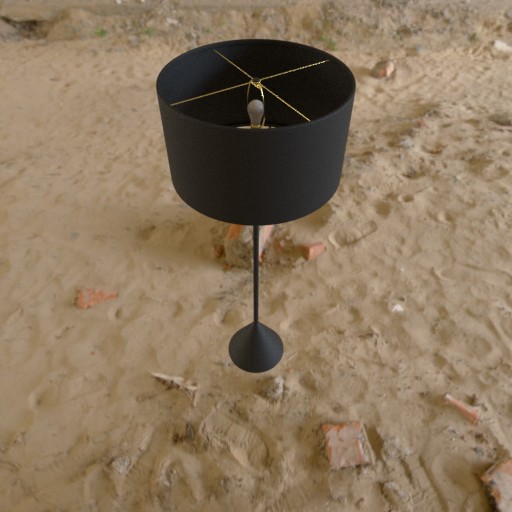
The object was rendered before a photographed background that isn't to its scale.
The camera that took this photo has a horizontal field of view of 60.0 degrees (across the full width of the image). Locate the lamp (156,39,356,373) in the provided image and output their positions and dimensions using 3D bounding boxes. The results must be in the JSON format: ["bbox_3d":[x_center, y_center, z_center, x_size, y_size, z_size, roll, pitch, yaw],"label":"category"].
[{"bbox_3d":[0.000,0.000,1.851,0.580,1.526,0.580,-24,51,-21],"label":"lamp"}]
